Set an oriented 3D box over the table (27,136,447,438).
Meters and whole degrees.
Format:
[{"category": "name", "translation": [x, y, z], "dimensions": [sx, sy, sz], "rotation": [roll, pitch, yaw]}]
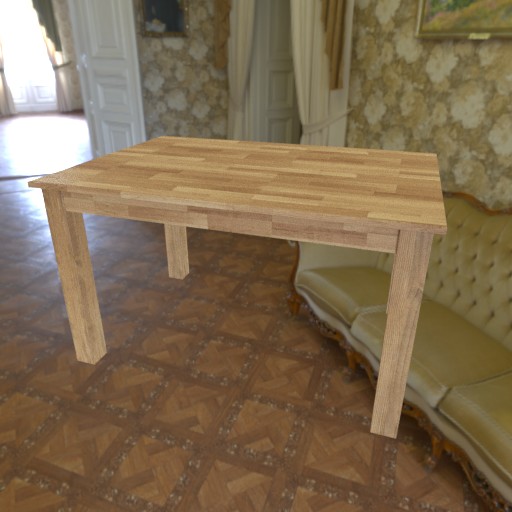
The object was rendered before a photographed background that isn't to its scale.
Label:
[{"category": "table", "translation": [0.000, 0.000, 1.828], "dimensions": [1.300, 0.750, 0.900], "rotation": [8, 26, 17]}]
